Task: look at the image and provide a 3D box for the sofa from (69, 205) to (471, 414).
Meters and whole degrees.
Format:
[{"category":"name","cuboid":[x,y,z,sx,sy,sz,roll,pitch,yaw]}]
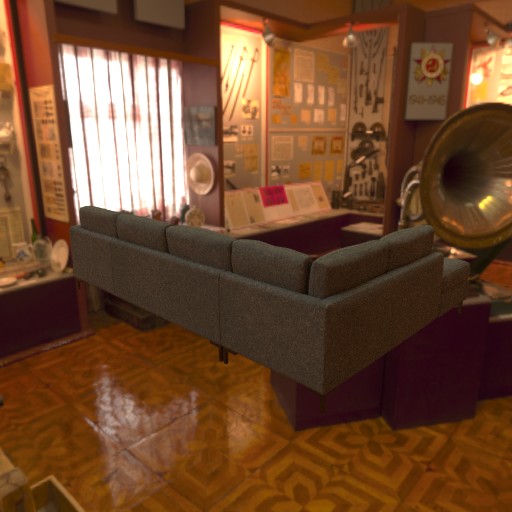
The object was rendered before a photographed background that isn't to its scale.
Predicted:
[{"category":"sofa","cuboid":[0.000,0.000,3.869,2.956,0.813,2.007,14,20,42]}]
